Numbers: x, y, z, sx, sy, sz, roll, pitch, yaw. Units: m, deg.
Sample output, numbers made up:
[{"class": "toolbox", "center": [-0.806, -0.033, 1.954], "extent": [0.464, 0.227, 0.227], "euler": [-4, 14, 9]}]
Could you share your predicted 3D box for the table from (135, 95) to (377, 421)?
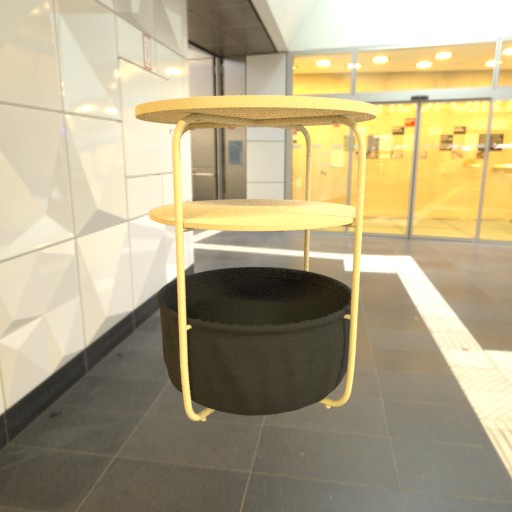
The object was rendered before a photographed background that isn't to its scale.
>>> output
[{"class": "table", "center": [0.000, 0.000, 0.851], "extent": [0.418, 0.532, 0.418], "euler": [-2, 13, -10]}]
